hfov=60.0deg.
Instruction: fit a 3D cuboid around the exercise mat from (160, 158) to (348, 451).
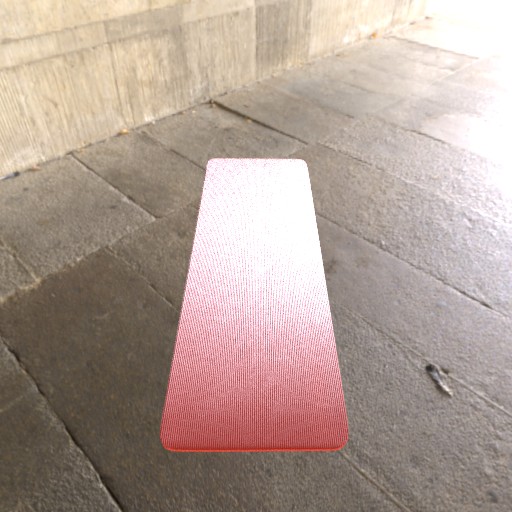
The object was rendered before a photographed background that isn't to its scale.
[{"bbox_3d":[0.000,0.000,2.104,0.616,0.021,1.869,0,41,0],"label":"exercise mat"}]
